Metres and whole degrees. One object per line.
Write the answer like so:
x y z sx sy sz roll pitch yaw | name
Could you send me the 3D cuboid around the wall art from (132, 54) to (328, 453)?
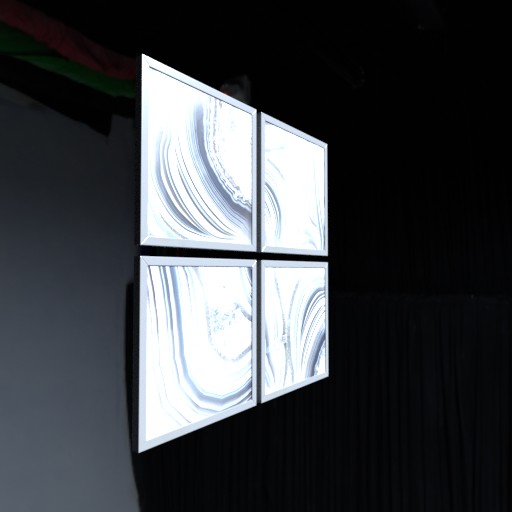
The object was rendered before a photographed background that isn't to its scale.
0.000 0.000 1.697 0.029 1.118 1.118 -1 -2 37 | wall art
